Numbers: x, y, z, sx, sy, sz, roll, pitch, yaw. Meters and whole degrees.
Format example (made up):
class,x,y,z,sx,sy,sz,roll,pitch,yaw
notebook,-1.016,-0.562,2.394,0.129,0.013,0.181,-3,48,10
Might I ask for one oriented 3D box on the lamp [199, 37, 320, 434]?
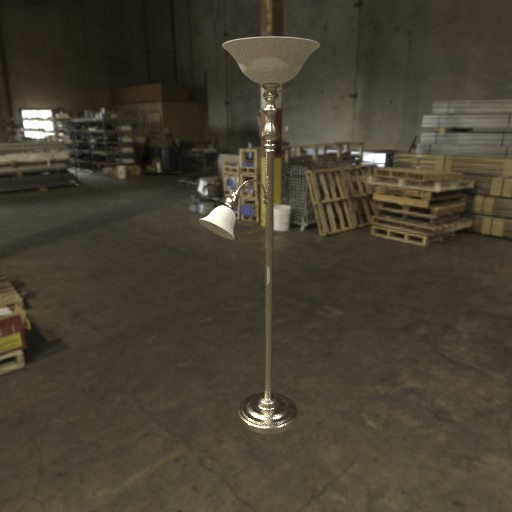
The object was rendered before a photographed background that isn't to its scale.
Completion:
class,x,y,z,sx,sy,sz,roll,pitch,yaw
lamp,0.000,0.000,2.039,0.575,1.785,0.405,-15,22,-41
